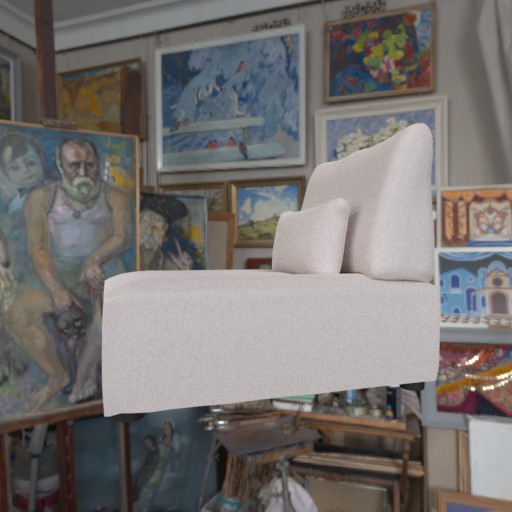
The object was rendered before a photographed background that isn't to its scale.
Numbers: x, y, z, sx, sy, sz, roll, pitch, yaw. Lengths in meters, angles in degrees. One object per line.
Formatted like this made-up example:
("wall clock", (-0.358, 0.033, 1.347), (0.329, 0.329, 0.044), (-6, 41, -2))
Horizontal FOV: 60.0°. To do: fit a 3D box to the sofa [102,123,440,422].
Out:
("sofa", (0.000, 0.000, 1.533), (1.000, 0.820, 0.700), (0, 0, -19))
